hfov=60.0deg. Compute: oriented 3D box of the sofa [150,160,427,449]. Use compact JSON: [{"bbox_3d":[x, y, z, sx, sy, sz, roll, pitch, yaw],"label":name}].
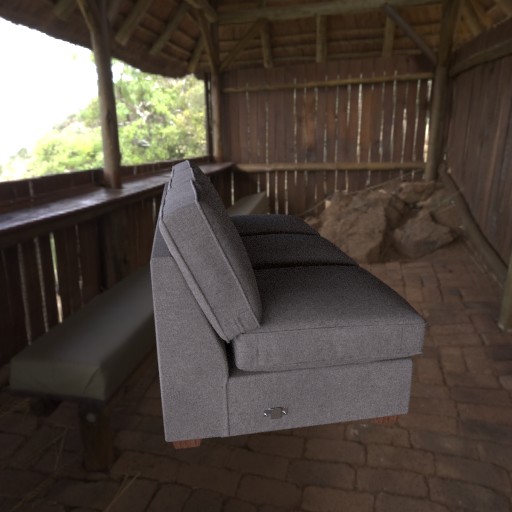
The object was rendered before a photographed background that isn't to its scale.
[{"bbox_3d":[0.000,0.000,2.491,1.027,0.973,1.962,-3,17,-9],"label":"sofa"}]
